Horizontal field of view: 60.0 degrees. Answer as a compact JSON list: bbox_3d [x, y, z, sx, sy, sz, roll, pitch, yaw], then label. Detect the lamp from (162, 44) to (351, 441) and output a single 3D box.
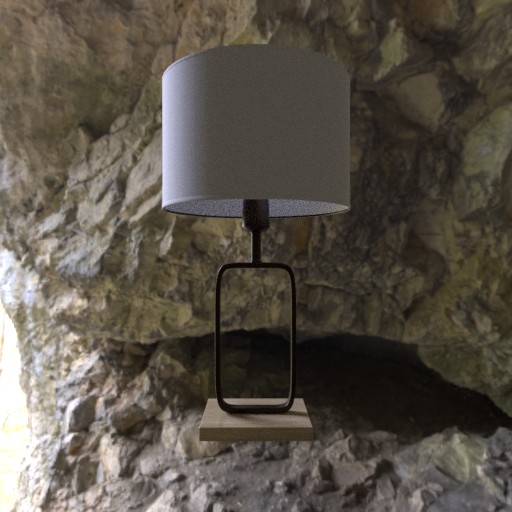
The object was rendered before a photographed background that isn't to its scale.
[{"bbox_3d":[0.000,0.000,0.670,0.279,0.508,0.279,0,0,0],"label":"lamp"}]
